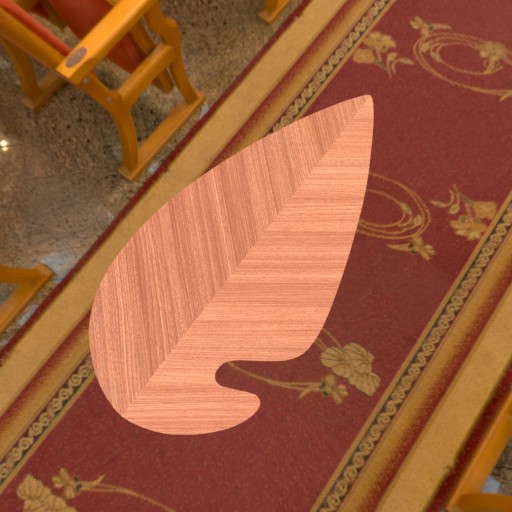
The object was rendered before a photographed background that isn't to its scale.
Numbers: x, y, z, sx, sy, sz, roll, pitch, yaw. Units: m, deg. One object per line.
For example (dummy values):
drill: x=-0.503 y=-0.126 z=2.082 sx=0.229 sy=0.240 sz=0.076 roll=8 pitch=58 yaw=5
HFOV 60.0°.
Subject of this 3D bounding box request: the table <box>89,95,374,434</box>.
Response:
table: x=0.000 y=0.000 z=1.467 sx=0.598 sy=0.360 sz=1.199 roll=36 pitch=80 yaw=8
